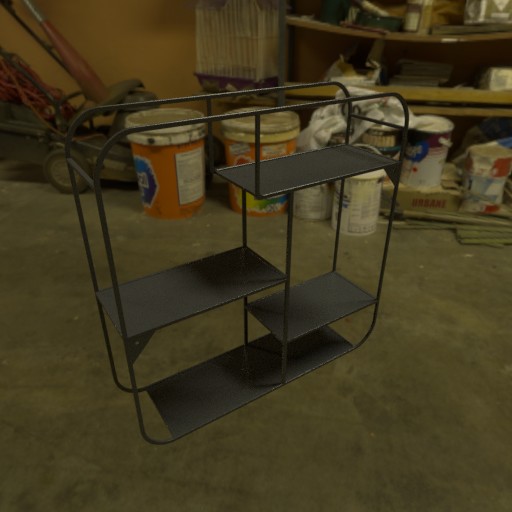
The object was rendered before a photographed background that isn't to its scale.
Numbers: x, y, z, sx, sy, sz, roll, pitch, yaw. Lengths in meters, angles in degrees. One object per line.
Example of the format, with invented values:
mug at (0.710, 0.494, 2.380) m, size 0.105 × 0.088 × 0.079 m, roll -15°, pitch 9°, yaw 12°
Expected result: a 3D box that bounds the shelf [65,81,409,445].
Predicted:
shelf at (0.000, 0.000, 0.884) m, size 0.600 × 0.600 × 0.160 m, roll -18°, pitch 34°, yaw -29°
